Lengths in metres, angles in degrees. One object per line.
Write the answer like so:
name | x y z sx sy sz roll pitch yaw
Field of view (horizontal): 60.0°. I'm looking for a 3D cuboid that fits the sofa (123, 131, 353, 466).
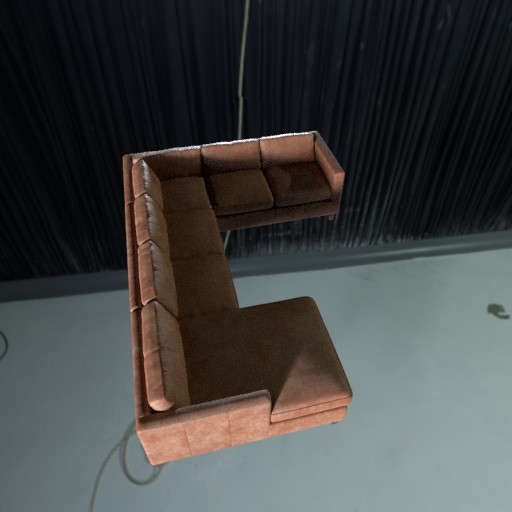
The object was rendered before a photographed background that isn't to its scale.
sofa | 0.000 0.000 4.473 2.430 0.832 3.401 -10 46 -9
